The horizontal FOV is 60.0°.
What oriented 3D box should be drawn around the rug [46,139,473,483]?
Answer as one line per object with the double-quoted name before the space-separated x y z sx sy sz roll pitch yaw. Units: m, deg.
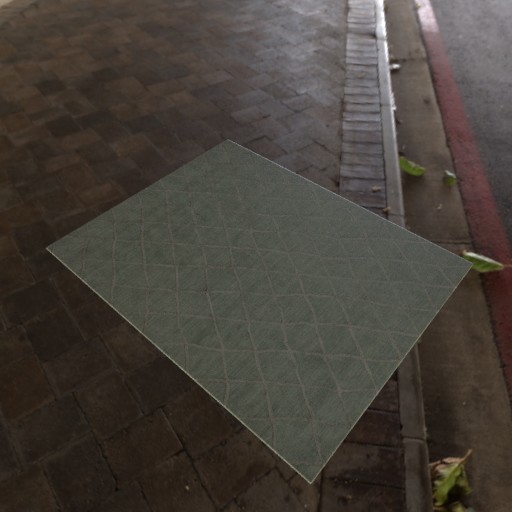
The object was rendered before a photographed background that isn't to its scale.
"rug" 0.000 0.000 4.024 3.039 0.019 2.420 33 55 27
